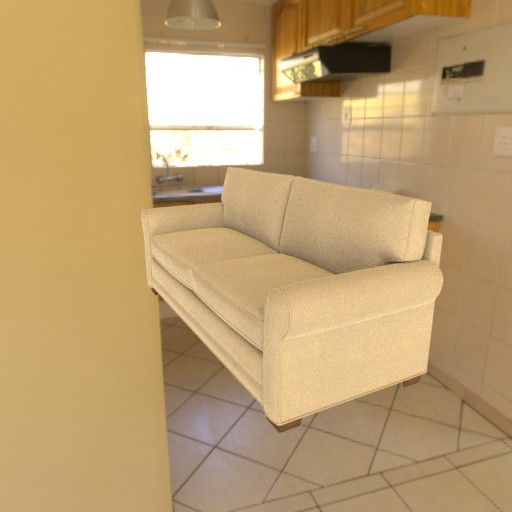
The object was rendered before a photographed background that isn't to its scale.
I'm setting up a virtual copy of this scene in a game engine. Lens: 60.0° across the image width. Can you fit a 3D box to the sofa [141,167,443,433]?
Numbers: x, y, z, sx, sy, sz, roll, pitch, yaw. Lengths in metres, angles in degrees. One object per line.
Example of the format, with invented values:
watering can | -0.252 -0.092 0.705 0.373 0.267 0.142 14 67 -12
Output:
sofa | 0.000 0.000 2.758 0.901 0.962 2.146 -8 18 -27
